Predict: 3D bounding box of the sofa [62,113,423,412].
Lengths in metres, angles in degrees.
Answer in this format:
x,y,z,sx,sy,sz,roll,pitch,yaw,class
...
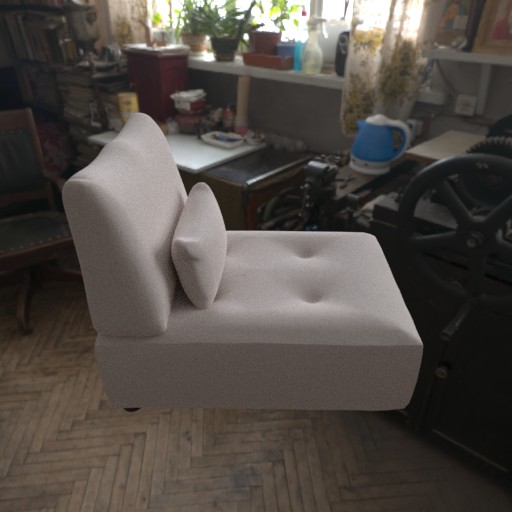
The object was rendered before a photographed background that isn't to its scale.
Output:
x,y,z,sx,sy,sz,roll,pitch,yaw,class
0.000,0.000,1.545,1.000,0.820,0.700,0,32,1,sofa
